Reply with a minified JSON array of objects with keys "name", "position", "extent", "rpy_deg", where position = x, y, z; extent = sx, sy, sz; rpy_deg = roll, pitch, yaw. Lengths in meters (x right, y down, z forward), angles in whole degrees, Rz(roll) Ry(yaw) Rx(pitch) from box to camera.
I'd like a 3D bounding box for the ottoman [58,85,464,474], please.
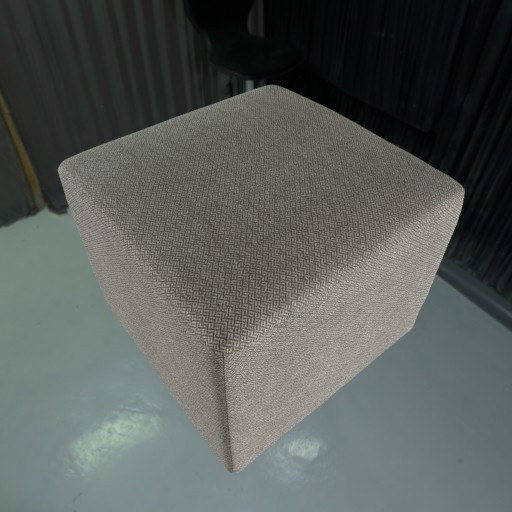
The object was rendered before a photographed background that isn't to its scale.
[{"name":"ottoman","position":[0.000,0.000,0.886],"extent":[0.519,0.453,0.512],"rpy_deg":[-30,53,-26]}]
